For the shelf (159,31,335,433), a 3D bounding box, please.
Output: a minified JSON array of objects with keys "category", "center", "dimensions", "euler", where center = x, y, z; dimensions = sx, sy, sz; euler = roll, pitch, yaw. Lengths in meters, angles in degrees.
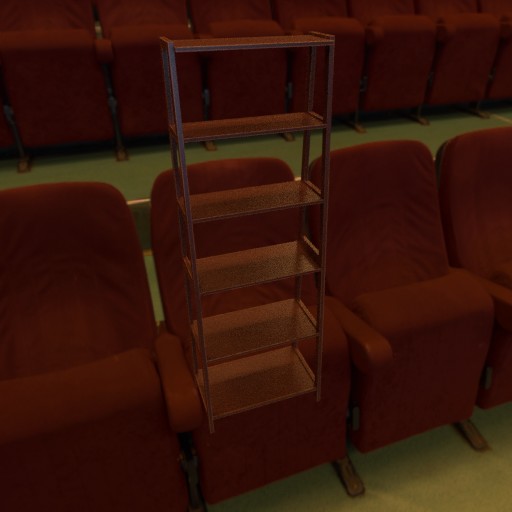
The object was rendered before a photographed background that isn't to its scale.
[{"category":"shelf","center":[0.000,0.000,2.141],"dimensions":[0.660,1.892,0.381],"euler":[-11,33,-17]}]
